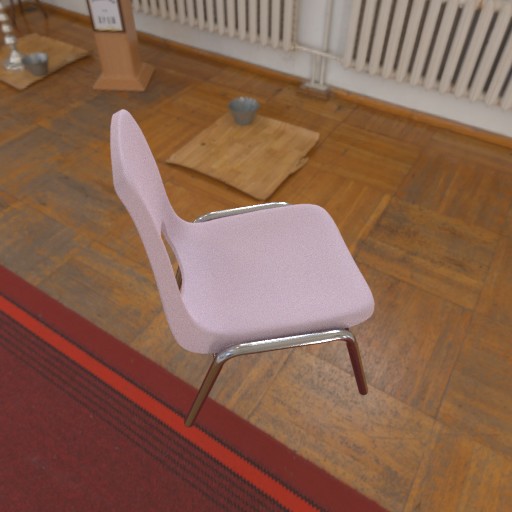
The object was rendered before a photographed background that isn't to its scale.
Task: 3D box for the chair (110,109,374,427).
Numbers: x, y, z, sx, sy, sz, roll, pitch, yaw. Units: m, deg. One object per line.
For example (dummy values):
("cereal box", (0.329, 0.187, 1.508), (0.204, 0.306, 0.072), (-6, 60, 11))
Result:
("chair", (0.000, 0.000, 0.789), (0.385, 0.536, 0.354), (-9, 46, -9))
